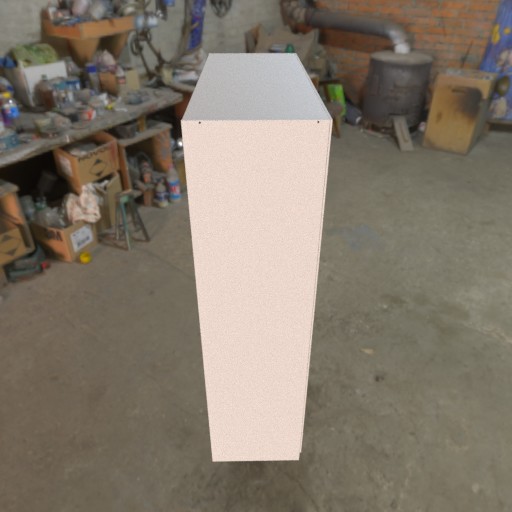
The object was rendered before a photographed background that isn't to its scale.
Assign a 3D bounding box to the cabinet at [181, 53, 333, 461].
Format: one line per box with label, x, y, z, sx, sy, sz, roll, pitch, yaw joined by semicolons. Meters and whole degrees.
cabinet;0.000;0.000;2.507;0.510;1.910;1.290;-1;33;-1
